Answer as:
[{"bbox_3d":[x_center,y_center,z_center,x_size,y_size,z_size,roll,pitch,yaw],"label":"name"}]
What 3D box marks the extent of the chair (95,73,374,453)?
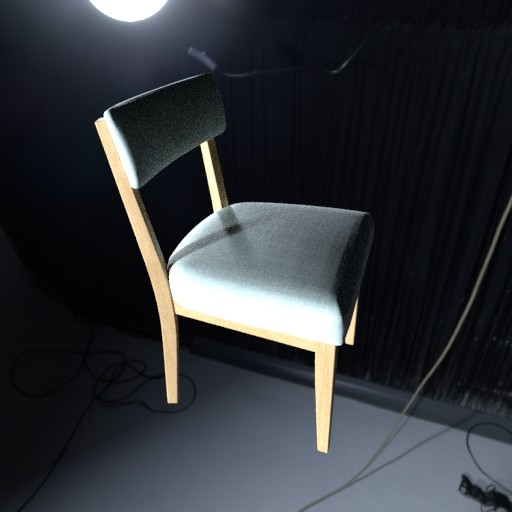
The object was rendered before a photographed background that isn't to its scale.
[{"bbox_3d":[0.000,0.000,1.191,0.572,0.832,0.508,10,33,16],"label":"chair"}]
